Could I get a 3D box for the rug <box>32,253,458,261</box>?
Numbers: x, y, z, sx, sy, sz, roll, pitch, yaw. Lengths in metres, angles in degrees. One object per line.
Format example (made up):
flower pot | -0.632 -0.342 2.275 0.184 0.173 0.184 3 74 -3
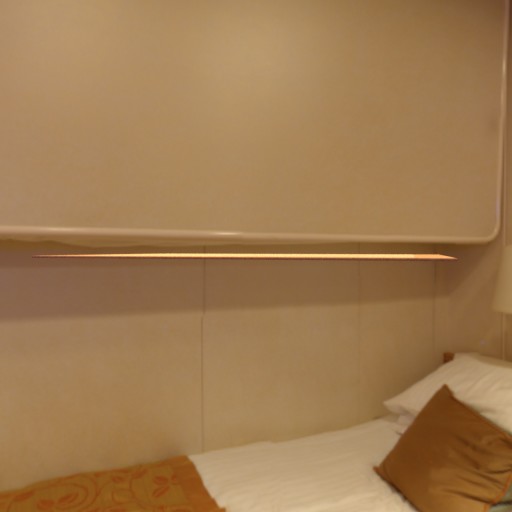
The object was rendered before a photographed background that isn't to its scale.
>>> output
rug | 0.000 0.000 3.082 2.438 0.014 1.524 0 1 19
